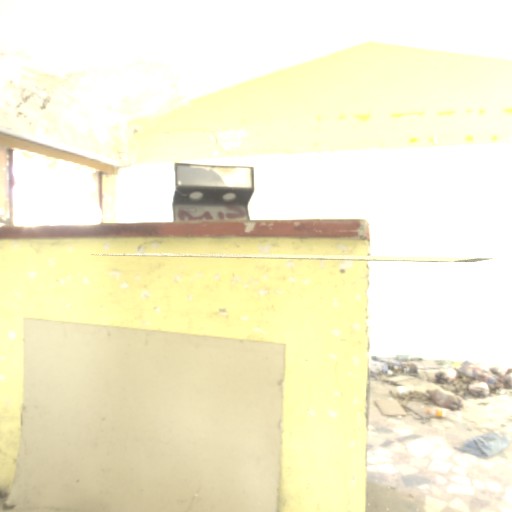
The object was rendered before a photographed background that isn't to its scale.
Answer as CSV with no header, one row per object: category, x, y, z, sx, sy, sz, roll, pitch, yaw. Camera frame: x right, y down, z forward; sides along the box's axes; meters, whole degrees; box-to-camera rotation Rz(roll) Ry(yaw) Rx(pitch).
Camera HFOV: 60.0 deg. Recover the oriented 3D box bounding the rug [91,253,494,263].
rug,0.000,0.000,2.555,2.372,0.008,0.620,1,2,36
